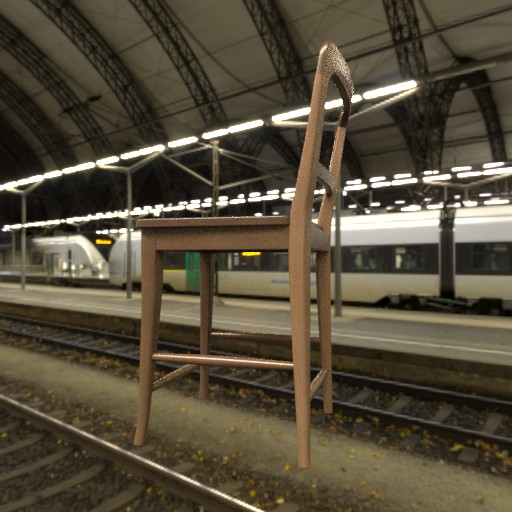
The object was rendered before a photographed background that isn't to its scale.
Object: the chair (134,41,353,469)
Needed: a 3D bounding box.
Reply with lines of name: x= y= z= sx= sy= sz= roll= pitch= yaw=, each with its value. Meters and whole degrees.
chair: x=0.000 y=0.000 z=1.280 sx=0.546 sy=0.991 sz=0.450 roll=0 pitch=-1 yaw=17
